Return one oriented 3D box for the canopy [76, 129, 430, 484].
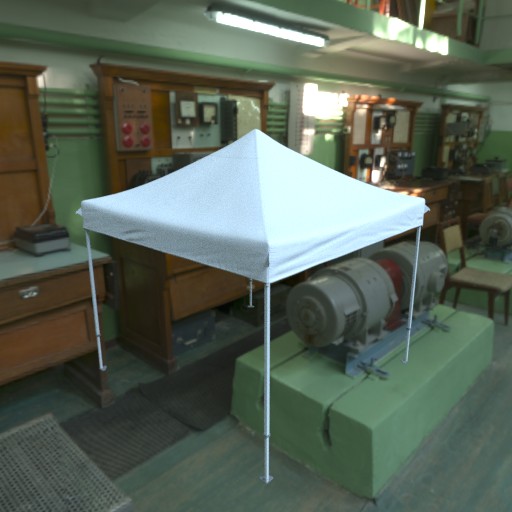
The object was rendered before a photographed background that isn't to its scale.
[{"bbox_3d":[0.000,0.000,5.446,2.996,2.998,2.994,14,21,40],"label":"canopy"}]
